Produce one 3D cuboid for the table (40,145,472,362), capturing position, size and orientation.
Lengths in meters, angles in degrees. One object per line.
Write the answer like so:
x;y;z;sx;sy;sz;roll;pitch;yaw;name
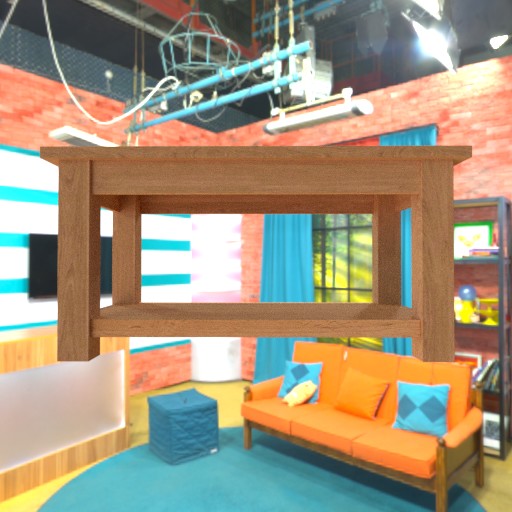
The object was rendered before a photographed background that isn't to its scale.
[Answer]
0.000;0.000;1.143;0.899;0.452;0.450;0;-1;0;table
